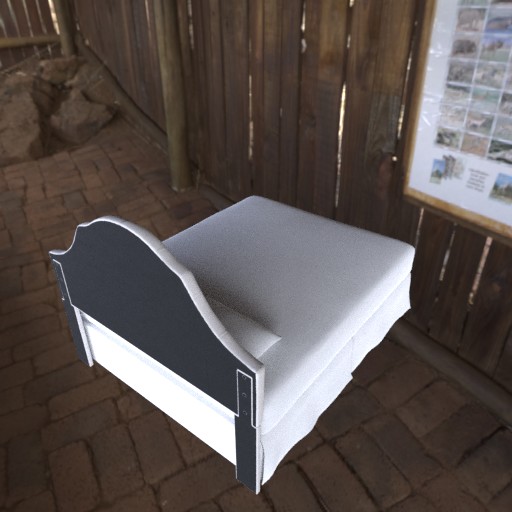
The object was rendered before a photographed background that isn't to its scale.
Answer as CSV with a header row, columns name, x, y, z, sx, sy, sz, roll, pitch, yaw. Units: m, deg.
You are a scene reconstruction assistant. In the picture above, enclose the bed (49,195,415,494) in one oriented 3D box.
name,x,y,z,sx,sy,sz,roll,pitch,yaw
bed,0.000,0.000,3.725,2.039,1.617,2.477,22,38,32
